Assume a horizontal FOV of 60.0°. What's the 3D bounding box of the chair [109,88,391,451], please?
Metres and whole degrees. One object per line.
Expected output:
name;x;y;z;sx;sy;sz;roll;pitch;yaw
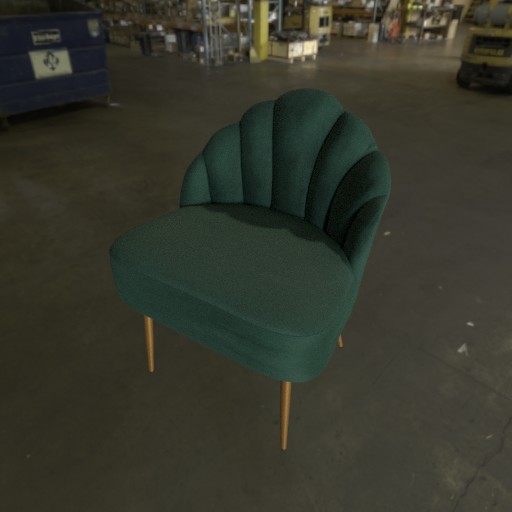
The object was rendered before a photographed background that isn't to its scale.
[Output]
chair;0.000;0.000;1.268;0.657;0.819;0.599;20;37;28
